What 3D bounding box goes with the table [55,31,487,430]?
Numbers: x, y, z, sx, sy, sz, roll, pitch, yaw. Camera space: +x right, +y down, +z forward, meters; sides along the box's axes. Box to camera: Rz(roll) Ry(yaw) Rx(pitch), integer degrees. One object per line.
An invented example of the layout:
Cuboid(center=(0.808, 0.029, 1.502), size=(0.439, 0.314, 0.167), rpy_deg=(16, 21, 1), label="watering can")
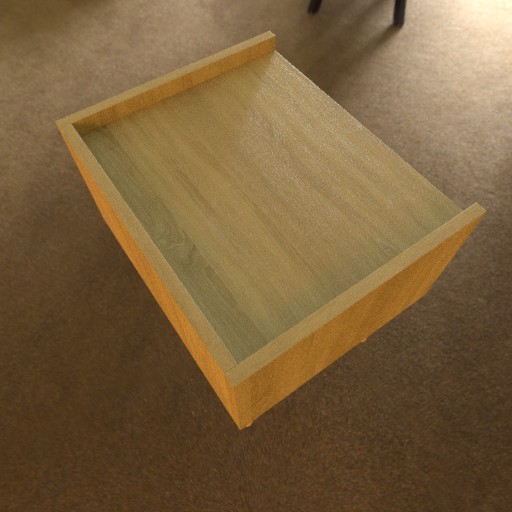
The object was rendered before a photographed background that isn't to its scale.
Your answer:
Cuboid(center=(0.000, 0.000, 0.780), size=(0.370, 0.470, 0.450), rpy_deg=(-31, 64, -17), label="table")
